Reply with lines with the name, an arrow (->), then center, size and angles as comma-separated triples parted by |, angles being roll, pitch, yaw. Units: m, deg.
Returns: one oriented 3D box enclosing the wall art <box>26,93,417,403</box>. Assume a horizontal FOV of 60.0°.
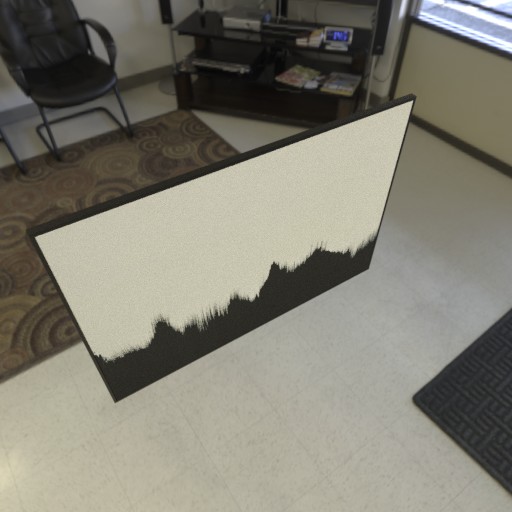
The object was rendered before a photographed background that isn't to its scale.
wall art -> 0.000, 0.000, 1.198 | 0.957, 0.660, 0.019 | -25, 51, -22
